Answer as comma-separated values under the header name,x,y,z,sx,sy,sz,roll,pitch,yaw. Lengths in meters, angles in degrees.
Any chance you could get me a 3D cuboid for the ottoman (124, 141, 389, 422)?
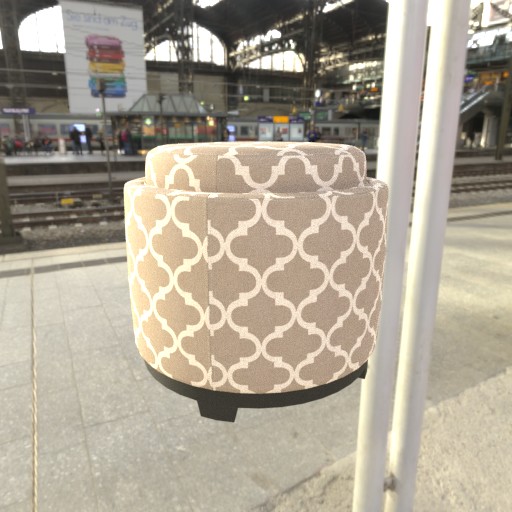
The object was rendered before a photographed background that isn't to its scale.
name,x,y,z,sx,sy,sz,roll,pitch,yaw
ottoman,0.000,0.000,0.860,0.480,0.429,0.480,0,15,0
